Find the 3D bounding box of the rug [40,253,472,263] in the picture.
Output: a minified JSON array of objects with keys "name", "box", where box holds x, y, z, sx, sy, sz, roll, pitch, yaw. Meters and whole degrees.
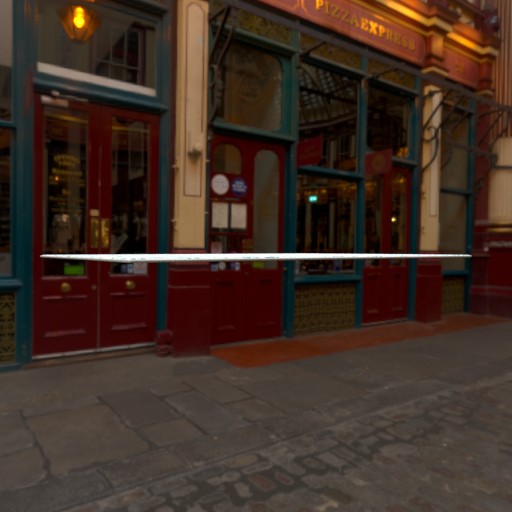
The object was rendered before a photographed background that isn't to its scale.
[{"name":"rug","box":[0.000,0.000,2.781,2.197,0.014,1.586,-1,1,-36]}]
